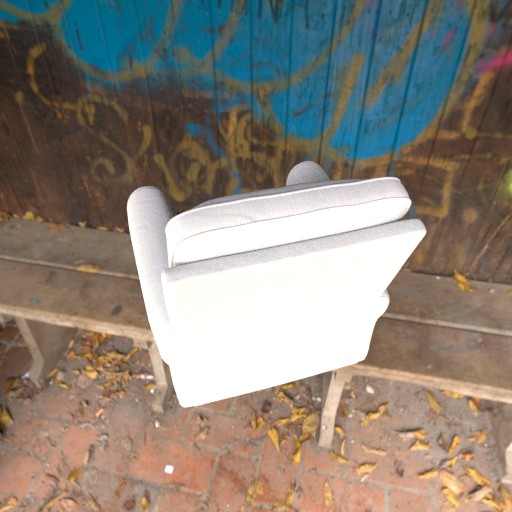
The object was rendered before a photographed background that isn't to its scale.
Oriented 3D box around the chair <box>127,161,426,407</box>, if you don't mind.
[{"bbox_3d":[0.000,0.000,1.685,0.890,0.960,0.878,-11,43,-12],"label":"chair"}]
